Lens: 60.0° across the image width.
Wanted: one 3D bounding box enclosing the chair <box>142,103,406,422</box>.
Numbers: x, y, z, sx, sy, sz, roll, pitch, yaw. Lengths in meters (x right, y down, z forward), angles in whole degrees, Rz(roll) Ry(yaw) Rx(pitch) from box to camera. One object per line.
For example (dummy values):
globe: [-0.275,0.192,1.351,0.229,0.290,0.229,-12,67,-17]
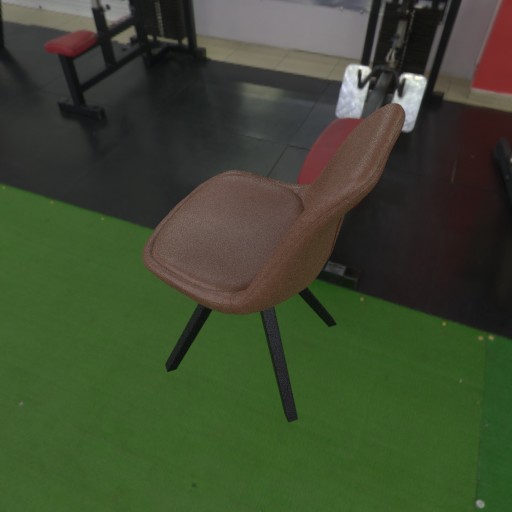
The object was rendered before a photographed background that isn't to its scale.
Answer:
chair: [0.000,0.000,1.177,0.550,0.850,0.475,19,49,17]
